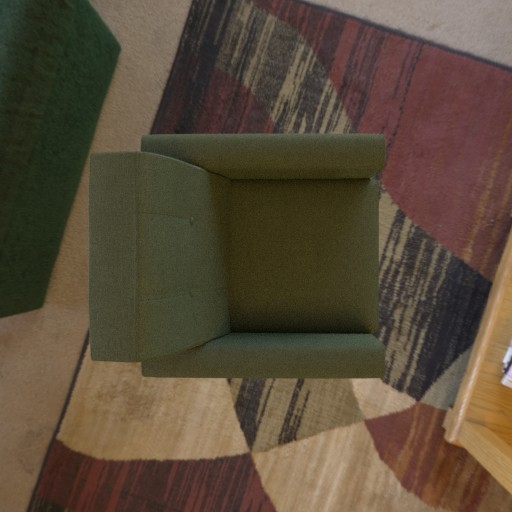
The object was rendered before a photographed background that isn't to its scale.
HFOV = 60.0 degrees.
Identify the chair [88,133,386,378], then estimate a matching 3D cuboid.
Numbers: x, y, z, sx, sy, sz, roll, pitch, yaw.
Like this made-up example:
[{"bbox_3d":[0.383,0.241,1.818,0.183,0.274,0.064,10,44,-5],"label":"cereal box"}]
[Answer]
[{"bbox_3d":[0.000,0.000,1.601,0.909,0.841,0.831,0,90,2],"label":"chair"}]
